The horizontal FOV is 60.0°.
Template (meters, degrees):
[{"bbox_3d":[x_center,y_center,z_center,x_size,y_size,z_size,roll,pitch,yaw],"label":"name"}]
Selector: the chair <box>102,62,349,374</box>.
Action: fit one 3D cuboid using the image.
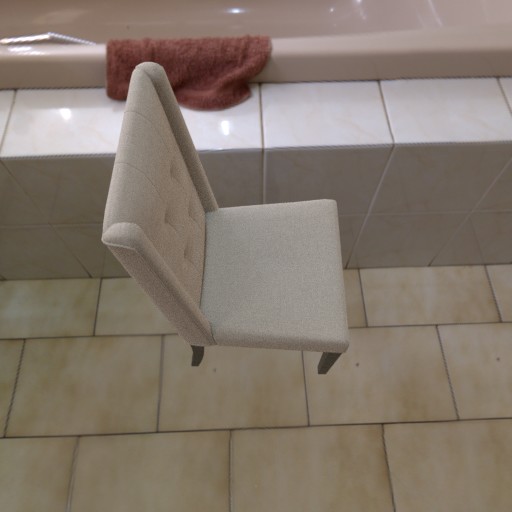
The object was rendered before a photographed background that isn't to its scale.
[{"bbox_3d":[0.000,0.000,1.251,0.523,0.961,0.474,0,63,0],"label":"chair"}]
